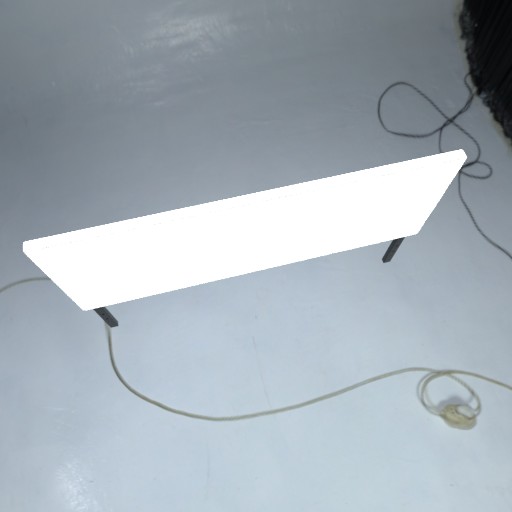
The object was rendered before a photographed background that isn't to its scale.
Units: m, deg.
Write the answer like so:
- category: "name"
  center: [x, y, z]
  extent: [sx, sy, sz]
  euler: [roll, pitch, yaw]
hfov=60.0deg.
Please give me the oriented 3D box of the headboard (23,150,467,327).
- category: "headboard"
  center: [0.000, 0.000, 2.919]
  extent: [2.362, 1.410, 0.120]
  euler: [-13, 64, -6]
